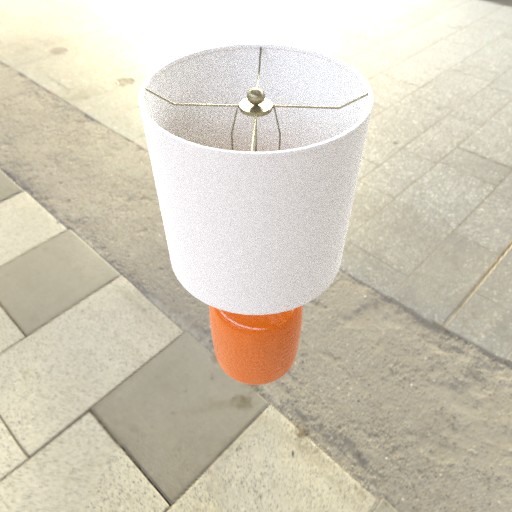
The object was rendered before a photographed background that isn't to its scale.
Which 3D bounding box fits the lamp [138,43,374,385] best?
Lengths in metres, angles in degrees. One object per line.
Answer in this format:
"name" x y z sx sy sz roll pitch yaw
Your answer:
"lamp" 0.000 0.000 1.112 0.418 0.871 0.418 33 54 27
